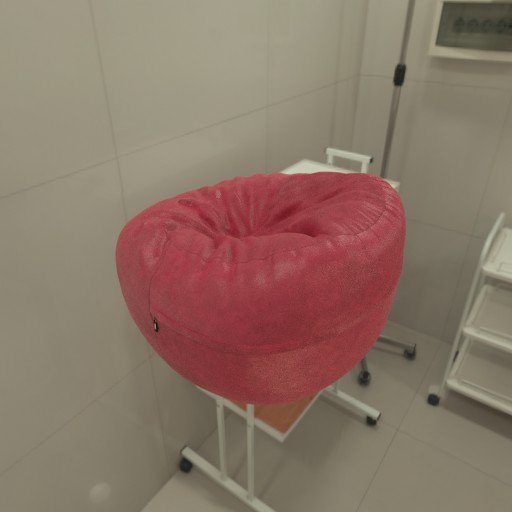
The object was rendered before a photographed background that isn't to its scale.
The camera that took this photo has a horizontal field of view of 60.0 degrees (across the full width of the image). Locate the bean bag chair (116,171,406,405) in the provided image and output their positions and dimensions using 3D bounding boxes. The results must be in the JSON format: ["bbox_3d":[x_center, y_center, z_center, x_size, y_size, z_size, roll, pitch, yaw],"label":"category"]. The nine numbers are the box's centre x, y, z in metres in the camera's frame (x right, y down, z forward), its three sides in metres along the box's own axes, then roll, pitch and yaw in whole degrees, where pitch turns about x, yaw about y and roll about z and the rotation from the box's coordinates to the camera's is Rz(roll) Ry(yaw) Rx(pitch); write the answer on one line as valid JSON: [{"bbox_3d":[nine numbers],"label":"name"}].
[{"bbox_3d":[0.000,0.000,2.446,1.524,0.878,1.524,20,37,29],"label":"bean bag chair"}]
